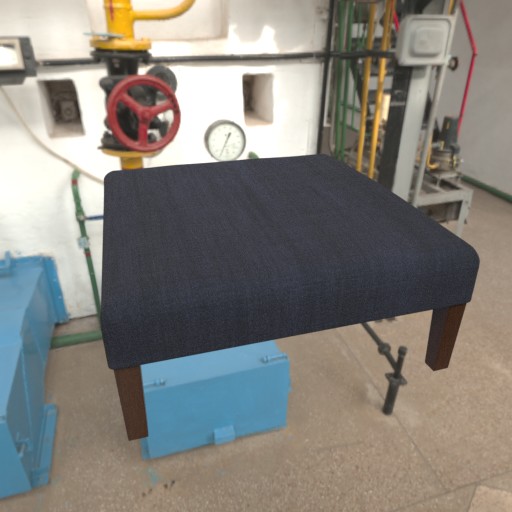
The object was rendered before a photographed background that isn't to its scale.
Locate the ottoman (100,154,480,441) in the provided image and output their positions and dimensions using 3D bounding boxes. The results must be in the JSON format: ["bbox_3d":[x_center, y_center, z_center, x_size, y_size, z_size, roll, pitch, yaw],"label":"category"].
[{"bbox_3d":[0.000,0.000,1.401,0.889,0.411,0.890,-8,30,-14],"label":"ottoman"}]
